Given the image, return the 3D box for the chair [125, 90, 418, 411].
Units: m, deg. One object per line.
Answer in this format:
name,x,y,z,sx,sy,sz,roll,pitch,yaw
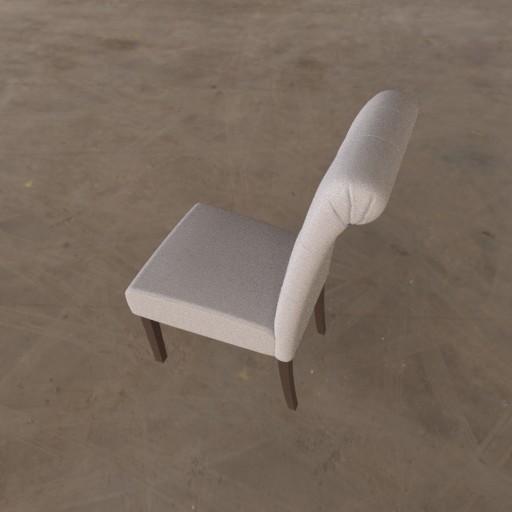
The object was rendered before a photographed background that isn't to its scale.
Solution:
chair,0.000,0.000,1.332,0.671,1.006,0.456,17,48,16
